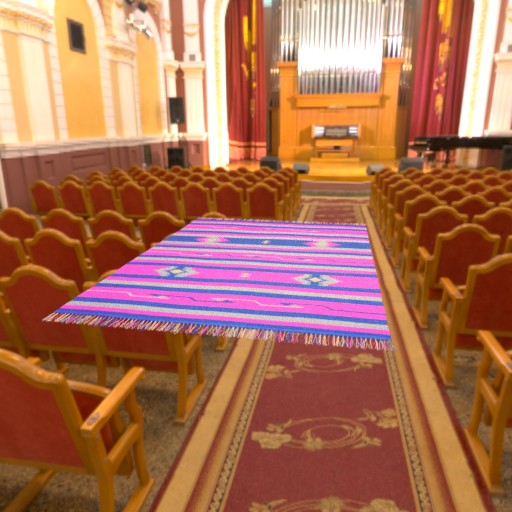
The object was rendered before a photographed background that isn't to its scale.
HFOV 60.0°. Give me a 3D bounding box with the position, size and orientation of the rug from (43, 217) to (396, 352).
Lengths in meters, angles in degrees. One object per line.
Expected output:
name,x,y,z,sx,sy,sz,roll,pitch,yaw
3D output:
rug,0.000,0.000,2.942,1.539,0.013,2.350,3,17,10
